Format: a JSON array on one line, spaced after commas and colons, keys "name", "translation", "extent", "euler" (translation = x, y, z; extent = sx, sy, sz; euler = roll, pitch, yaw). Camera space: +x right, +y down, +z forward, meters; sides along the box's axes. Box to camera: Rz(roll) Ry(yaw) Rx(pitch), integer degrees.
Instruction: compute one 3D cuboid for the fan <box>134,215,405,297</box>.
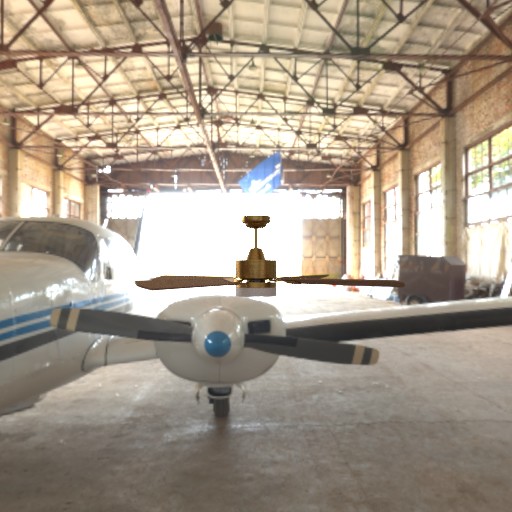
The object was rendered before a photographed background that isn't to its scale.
[{"name": "fan", "translation": [0.000, 0.000, 1.983], "extent": [1.320, 0.355, 1.320], "euler": [-1, -1, 36]}]
